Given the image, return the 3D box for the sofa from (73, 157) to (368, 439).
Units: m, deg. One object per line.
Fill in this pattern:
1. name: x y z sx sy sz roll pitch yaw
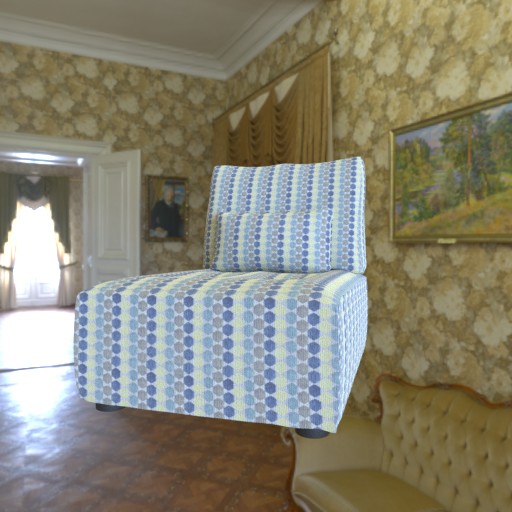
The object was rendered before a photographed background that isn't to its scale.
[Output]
1. sofa: 0.000 0.000 1.543 0.700 0.820 1.000 0 1 18
